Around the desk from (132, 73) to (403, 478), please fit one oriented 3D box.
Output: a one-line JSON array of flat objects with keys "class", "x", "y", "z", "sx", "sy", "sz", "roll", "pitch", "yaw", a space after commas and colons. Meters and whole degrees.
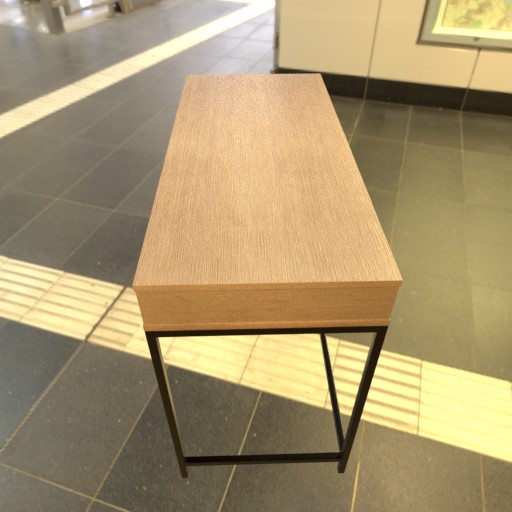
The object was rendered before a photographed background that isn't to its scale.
[{"class": "desk", "x": 0.000, "y": 0.000, "z": 1.381, "sx": 0.470, "sy": 0.762, "sz": 1.016, "roll": -1, "pitch": 41, "yaw": -1}]
